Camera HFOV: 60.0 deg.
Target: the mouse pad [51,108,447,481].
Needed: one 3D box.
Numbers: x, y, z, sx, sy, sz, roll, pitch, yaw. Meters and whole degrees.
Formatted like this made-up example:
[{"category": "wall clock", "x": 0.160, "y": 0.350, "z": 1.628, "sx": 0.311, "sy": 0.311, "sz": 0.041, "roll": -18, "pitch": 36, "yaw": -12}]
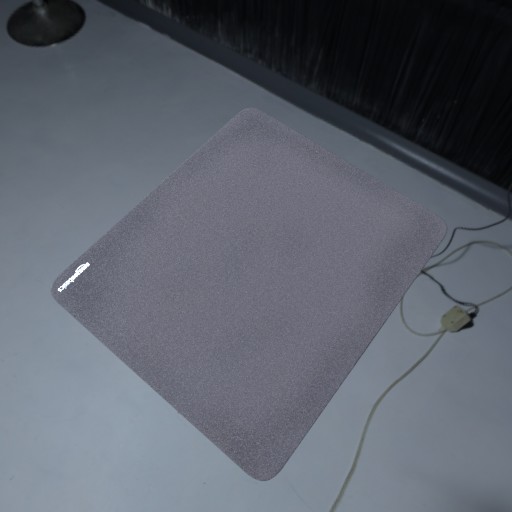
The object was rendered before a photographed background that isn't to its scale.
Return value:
[{"category": "mouse pad", "x": 0.000, "y": 0.000, "z": 0.637, "sx": 0.393, "sy": 0.002, "sz": 0.451, "roll": 36, "pitch": 68, "yaw": 17}]
